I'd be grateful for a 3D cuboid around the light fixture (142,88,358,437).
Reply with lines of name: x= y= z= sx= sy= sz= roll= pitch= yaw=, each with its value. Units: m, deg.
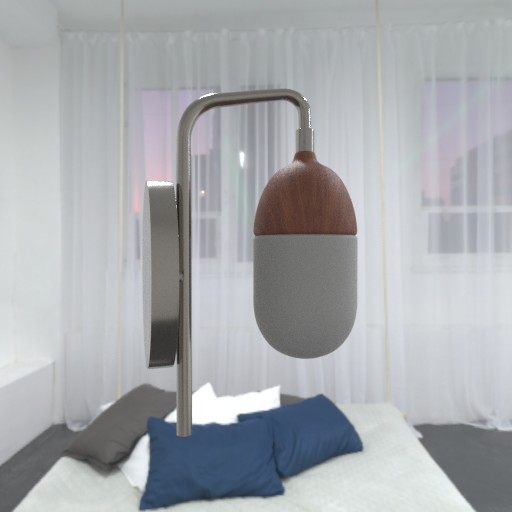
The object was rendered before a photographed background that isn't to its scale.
light fixture: x=0.000 y=0.000 z=0.448 sx=0.216 sy=0.343 sz=0.108 roll=0 pitch=1 yaw=-18
